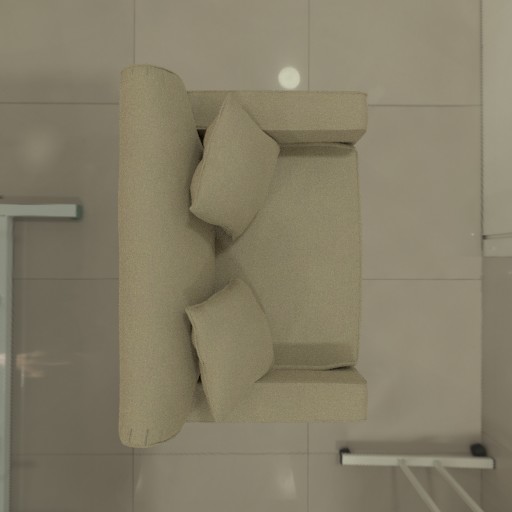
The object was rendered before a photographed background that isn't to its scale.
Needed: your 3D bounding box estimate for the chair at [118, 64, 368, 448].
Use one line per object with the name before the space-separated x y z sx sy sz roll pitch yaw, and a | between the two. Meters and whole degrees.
chair | 0.000 0.000 1.992 1.000 0.948 1.383 0 90 -1
